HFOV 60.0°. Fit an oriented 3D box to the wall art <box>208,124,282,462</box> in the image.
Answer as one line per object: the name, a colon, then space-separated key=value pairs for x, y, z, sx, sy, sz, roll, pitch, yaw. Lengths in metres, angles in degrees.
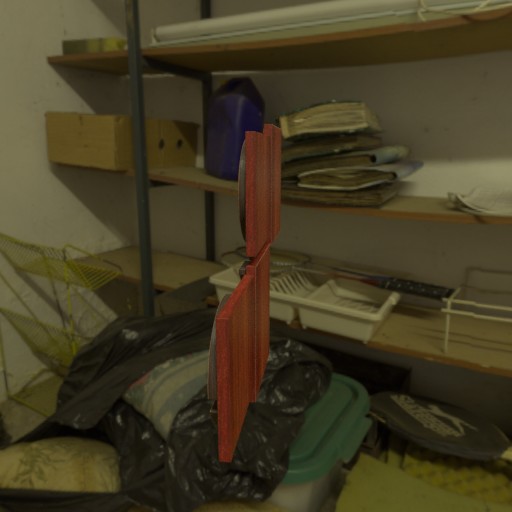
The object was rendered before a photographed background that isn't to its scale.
wall art: x=0.000 y=0.000 z=0.847 sx=0.030 sy=0.497 sz=0.635 roll=2 pitch=13 yaw=8
